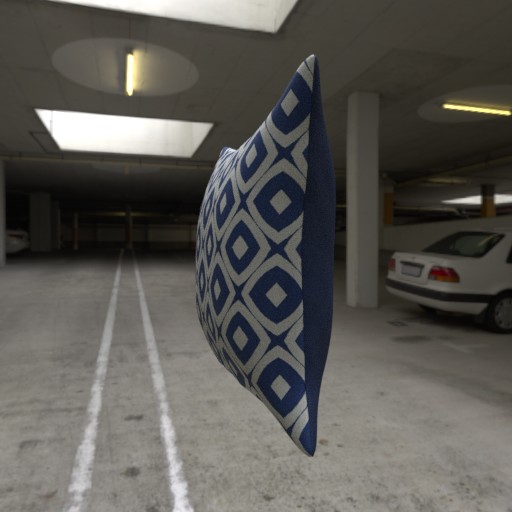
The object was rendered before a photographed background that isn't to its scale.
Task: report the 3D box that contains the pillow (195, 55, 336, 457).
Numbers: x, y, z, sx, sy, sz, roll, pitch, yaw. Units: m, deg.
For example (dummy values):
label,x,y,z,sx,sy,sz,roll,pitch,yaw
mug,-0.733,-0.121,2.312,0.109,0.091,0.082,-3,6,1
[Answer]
label,x,y,z,sx,sy,sz,roll,pitch,yaw
pillow,0.000,0.000,0.780,0.188,0.494,0.504,0,1,-16
